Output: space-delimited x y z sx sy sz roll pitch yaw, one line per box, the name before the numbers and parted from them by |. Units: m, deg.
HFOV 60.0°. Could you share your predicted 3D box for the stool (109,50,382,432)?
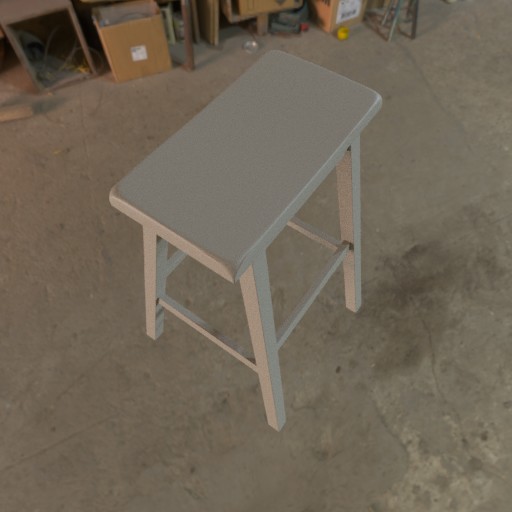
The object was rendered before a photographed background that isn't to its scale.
stool | 0.000 0.000 1.037 0.476 0.737 0.457 31 63 18
